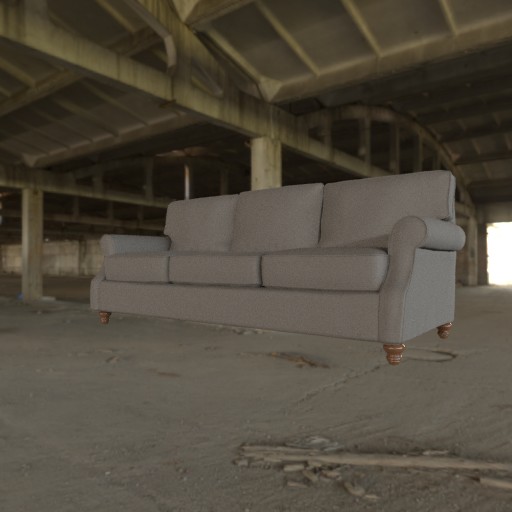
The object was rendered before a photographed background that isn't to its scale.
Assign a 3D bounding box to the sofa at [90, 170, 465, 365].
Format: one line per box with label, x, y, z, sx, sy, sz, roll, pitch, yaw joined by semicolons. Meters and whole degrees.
sofa;0.000;0.000;2.816;2.353;0.948;0.966;-1;-1;37
